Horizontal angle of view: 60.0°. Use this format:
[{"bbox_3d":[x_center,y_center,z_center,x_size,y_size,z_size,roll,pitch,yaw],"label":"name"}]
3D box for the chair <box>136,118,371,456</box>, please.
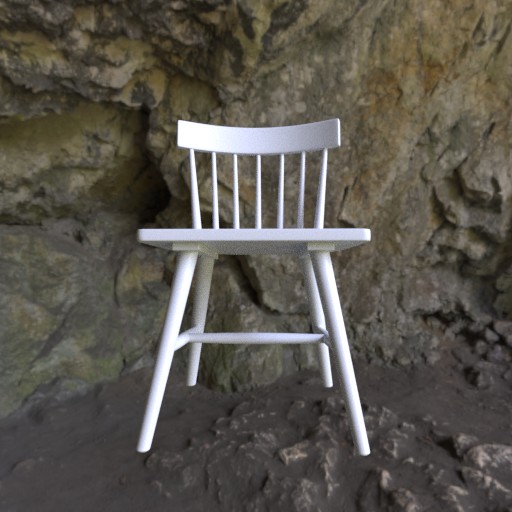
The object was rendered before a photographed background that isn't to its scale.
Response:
[{"bbox_3d":[0.000,0.000,1.120,0.483,0.787,0.500,0,-1,2],"label":"chair"}]
